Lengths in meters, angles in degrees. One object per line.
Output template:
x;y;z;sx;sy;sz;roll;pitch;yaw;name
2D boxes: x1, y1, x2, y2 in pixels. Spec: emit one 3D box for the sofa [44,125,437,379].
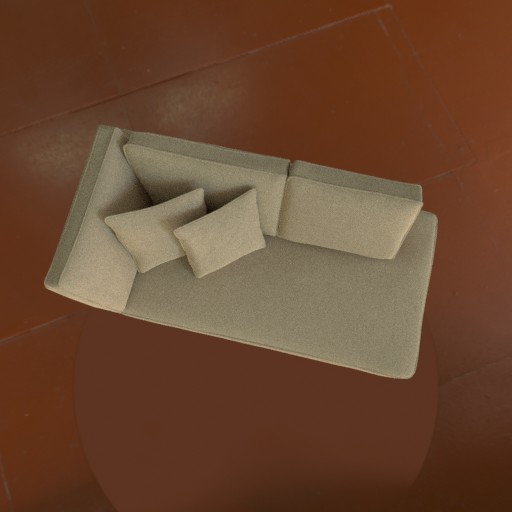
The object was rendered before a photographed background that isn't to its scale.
0.000;0.000;2.846;2.237;1.033;1.110;12;76;3;sofa
